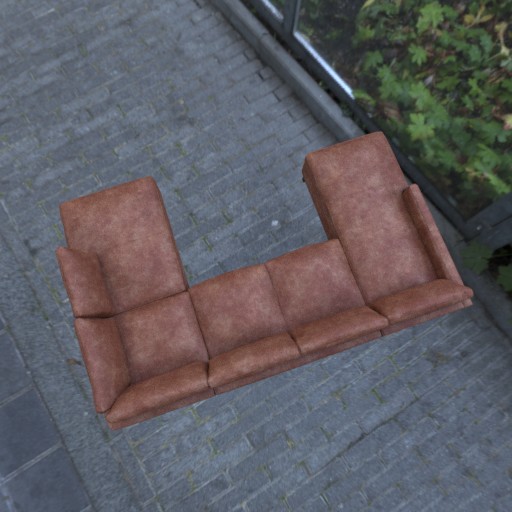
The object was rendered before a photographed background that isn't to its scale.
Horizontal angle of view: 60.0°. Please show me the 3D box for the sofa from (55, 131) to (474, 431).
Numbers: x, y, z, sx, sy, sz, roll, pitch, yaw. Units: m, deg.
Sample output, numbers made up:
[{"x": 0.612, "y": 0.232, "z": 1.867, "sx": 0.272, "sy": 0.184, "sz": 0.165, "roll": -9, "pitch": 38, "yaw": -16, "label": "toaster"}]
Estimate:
[{"x": 0.000, "y": 0.000, "z": 3.755, "sx": 2.956, "sy": 0.900, "sz": 1.939, "roll": -18, "pitch": 77, "yaw": -4, "label": "sofa"}]
